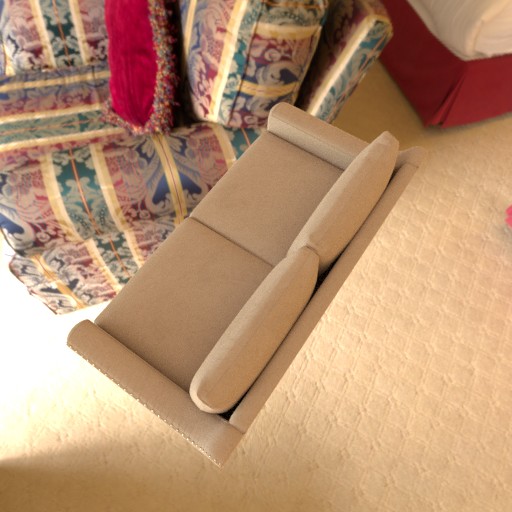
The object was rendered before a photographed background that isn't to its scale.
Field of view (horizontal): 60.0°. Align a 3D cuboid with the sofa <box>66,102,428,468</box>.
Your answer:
[{"bbox_3d":[0.000,0.000,2.527,1.030,0.901,1.967,32,67,15],"label":"sofa"}]
